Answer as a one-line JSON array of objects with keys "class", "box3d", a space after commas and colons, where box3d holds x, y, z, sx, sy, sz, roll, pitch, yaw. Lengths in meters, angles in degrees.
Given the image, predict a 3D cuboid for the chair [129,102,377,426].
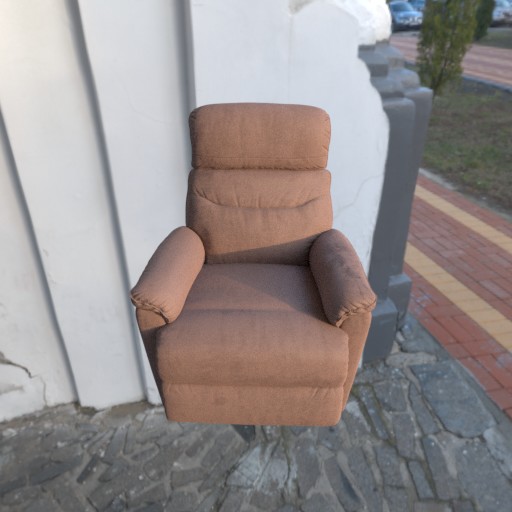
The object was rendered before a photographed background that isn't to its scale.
[{"class": "chair", "box3d": [0.000, 0.000, 1.805, 0.820, 1.037, 1.004, 1, 30, 2]}]
